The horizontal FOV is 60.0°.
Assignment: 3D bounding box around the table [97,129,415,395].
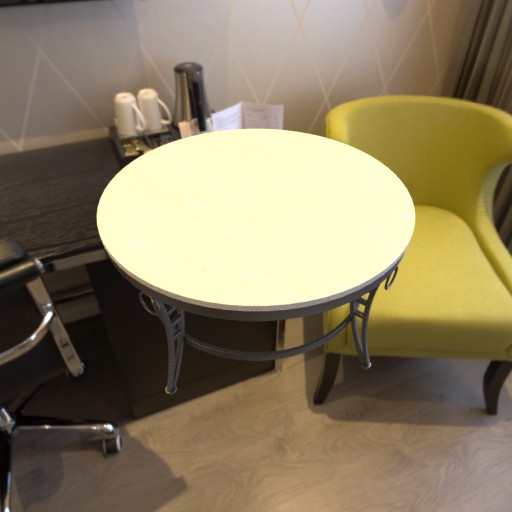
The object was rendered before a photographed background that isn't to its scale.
[{"bbox_3d":[0.000,0.000,1.434,0.889,0.470,0.889,0,40,0],"label":"table"}]
